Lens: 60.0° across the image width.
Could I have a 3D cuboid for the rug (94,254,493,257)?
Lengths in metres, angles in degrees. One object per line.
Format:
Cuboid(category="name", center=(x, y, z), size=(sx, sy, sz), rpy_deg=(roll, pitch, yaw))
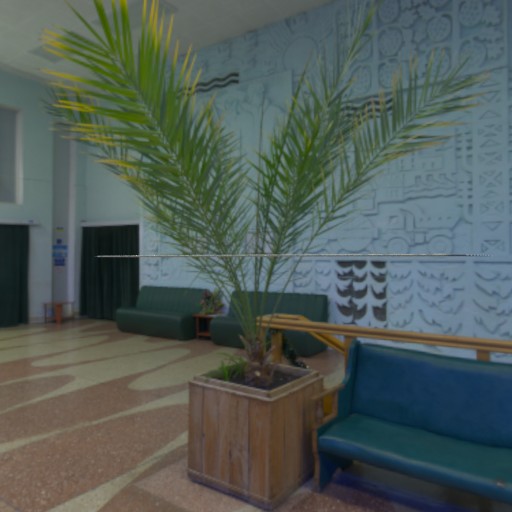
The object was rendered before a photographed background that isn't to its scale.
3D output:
Cuboid(category="rug", center=(0.000, 0.000, 2.578), size=(2.372, 0.008, 0.620), rpy_deg=(0, 0, 37))
